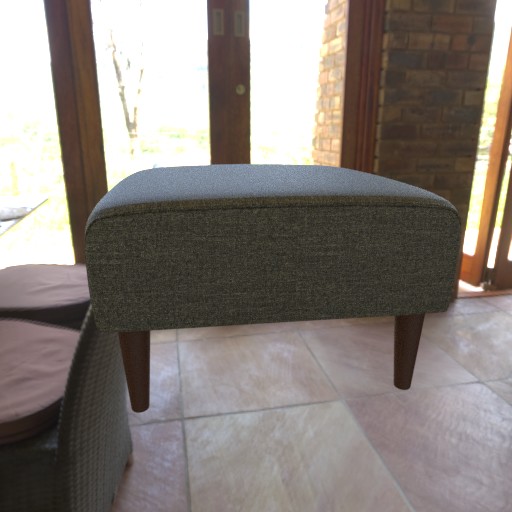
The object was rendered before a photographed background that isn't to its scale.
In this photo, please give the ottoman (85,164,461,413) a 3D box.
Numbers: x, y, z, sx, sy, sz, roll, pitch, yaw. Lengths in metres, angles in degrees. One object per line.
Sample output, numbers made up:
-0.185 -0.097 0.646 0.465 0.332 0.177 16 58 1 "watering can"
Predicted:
0.000 0.000 1.052 0.648 0.399 0.655 -2 16 -8 "ottoman"
